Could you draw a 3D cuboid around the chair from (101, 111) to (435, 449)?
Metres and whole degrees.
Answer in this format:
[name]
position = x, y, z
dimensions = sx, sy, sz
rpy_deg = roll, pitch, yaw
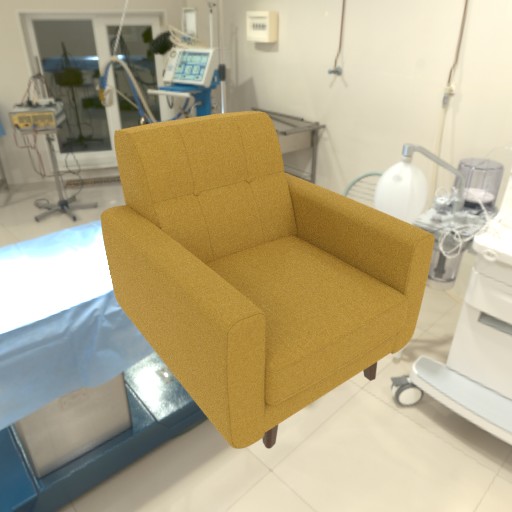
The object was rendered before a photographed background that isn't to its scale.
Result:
[chair]
position = 0.000, 0.000, 1.577
dimensions = 0.831, 0.841, 0.909
rpy_deg = -20, 35, -32
